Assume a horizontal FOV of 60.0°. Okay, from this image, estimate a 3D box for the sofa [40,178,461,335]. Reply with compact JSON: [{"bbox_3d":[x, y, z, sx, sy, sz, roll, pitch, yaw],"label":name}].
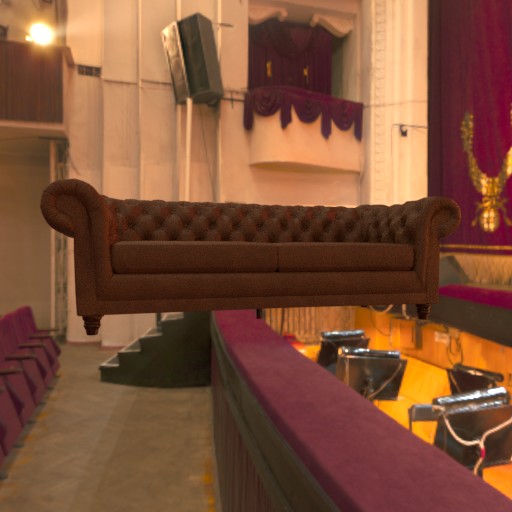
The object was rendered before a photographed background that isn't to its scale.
[{"bbox_3d":[0.000,0.000,2.831,2.385,0.783,0.944,0,0,-16],"label":"sofa"}]
